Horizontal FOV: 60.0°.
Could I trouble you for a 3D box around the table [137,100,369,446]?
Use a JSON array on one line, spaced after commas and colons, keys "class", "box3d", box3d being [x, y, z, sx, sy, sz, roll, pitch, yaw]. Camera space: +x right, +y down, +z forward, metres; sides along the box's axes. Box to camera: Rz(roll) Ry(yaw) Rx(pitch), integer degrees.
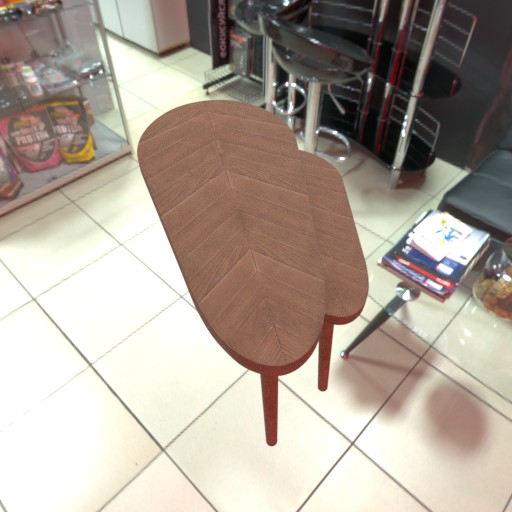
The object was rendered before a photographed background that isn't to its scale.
[{"class": "table", "box3d": [0.000, 0.000, 1.601, 0.701, 0.595, 1.190, -10, 49, -9]}]
